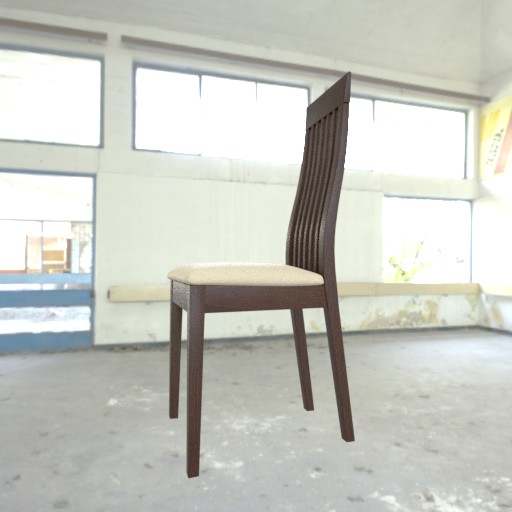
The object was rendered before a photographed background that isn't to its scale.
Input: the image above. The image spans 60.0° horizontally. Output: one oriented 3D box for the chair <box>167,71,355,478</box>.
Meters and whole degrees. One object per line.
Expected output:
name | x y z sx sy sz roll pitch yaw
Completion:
chair | 0.000 0.000 1.298 0.474 1.027 0.460 0 -1 -17
